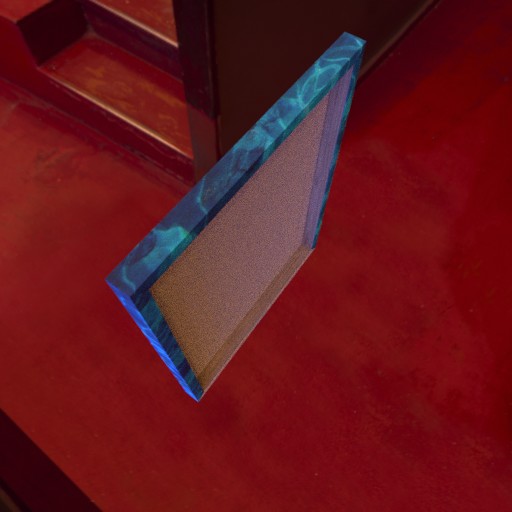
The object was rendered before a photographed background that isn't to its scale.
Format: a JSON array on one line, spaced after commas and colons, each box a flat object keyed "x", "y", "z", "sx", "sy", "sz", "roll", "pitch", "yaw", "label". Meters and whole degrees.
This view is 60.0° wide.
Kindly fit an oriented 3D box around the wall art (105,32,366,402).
[{"x": 0.000, "y": 0.000, "z": 0.850, "sx": 0.038, "sy": 0.635, "sz": 0.508, "roll": 33, "pitch": 67, "yaw": 16, "label": "wall art"}]
